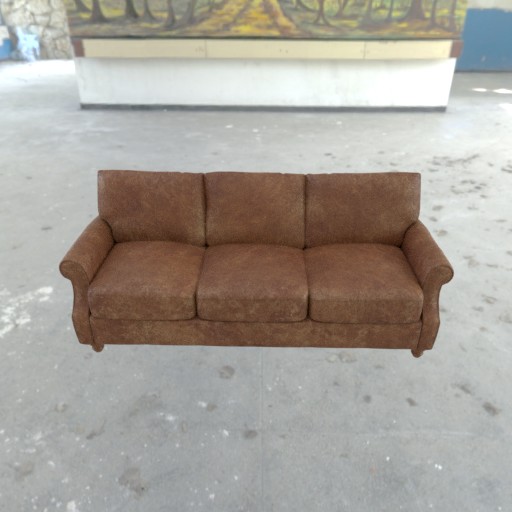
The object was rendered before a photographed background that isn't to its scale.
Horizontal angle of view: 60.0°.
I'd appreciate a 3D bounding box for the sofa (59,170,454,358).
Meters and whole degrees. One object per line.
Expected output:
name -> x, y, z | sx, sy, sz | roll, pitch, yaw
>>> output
sofa -> 0.000, 0.000, 2.946 | 2.351, 0.977, 0.973 | 1, 29, 1
